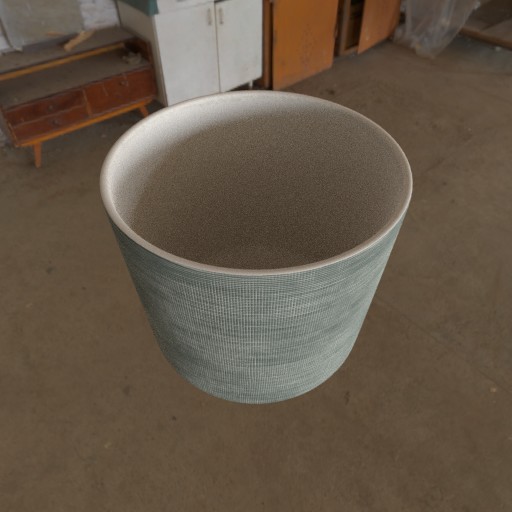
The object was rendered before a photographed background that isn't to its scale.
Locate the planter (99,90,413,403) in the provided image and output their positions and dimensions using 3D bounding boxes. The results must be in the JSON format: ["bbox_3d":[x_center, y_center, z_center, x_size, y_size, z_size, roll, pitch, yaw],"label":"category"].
[{"bbox_3d":[0.000,0.000,0.783,0.440,0.398,0.440,0,46,0],"label":"planter"}]
